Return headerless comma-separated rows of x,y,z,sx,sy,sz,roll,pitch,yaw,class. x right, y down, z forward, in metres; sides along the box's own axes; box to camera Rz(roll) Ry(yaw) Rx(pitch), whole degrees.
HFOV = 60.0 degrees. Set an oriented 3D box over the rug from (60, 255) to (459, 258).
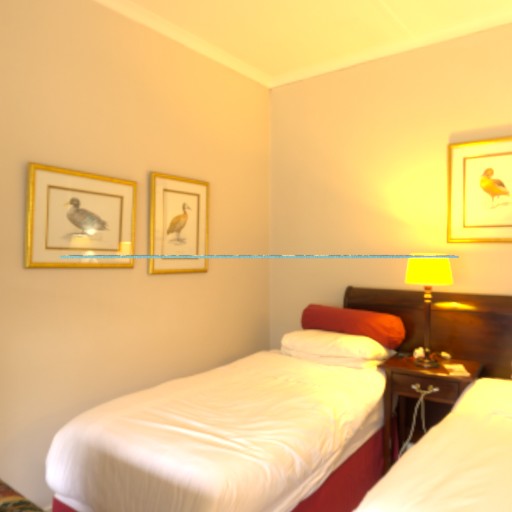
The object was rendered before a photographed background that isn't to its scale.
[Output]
0.000,0.000,2.821,1.554,0.012,2.205,0,0,-1,rug
